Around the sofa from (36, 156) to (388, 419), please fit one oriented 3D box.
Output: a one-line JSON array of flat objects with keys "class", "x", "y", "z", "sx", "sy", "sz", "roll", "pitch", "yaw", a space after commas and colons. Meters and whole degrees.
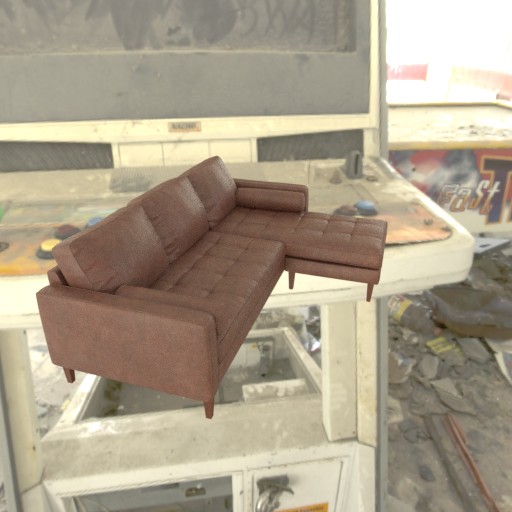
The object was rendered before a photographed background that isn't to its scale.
[{"class": "sofa", "x": 0.000, "y": 0.000, "z": 2.948, "sx": 1.613, "sy": 0.841, "sz": 2.185, "roll": 8, "pitch": 27, "yaw": 16}]
